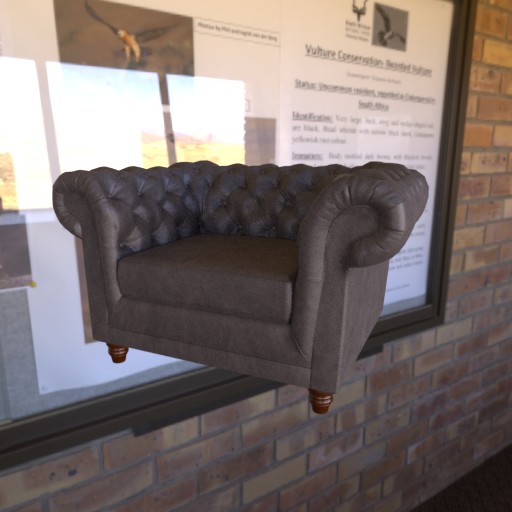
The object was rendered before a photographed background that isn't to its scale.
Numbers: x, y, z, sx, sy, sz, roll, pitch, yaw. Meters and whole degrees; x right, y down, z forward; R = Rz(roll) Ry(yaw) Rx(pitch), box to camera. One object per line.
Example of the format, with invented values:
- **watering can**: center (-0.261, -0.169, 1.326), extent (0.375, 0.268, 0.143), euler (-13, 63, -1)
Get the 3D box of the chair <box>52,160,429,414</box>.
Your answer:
- **chair**: center (0.000, 0.000, 1.869), extent (1.298, 0.780, 0.943), euler (6, 14, 24)
